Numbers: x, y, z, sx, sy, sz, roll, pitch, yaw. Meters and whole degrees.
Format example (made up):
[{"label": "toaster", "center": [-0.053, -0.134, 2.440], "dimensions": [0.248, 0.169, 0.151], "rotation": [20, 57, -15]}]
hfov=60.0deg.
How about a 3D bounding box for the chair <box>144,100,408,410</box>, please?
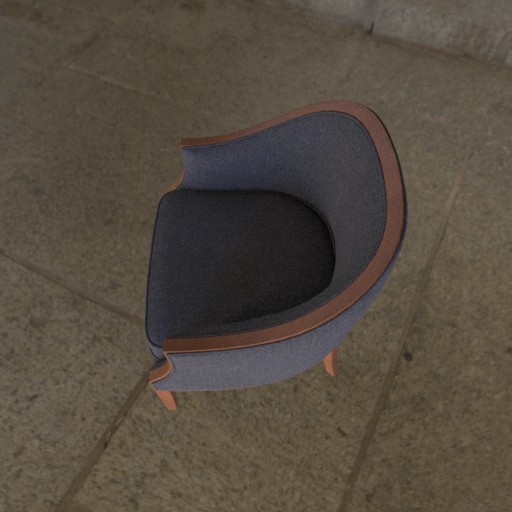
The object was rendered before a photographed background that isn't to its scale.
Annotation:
[{"label": "chair", "center": [0.000, 0.000, 1.475], "dimensions": [0.735, 0.876, 0.803], "rotation": [-2, 58, -1]}]
